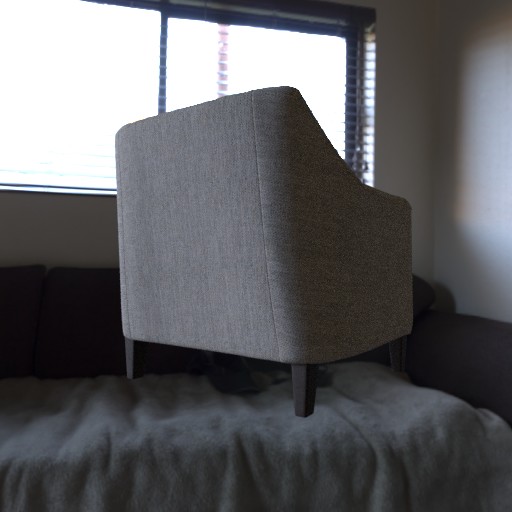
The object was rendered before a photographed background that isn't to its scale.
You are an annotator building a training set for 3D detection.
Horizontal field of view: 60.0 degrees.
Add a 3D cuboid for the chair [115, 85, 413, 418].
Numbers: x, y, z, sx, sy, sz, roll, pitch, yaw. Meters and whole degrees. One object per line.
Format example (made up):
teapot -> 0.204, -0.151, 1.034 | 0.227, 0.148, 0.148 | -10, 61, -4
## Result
chair -> 0.000, 0.000, 1.416 | 0.796, 0.761, 0.758 | -1, -1, 34
